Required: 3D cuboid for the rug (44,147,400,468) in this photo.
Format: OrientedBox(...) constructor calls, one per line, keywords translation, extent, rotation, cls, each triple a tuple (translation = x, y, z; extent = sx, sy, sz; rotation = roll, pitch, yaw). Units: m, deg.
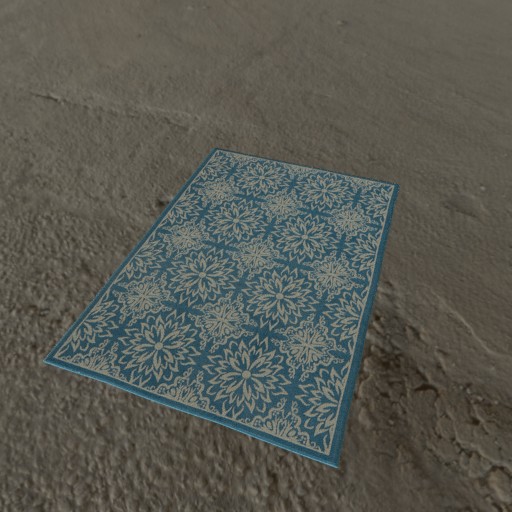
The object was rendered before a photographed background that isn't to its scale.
OrientedBox(translation=(0.000, 0.000, 2.844), extent=(1.554, 0.012, 2.205), rotation=(14, 47, 14), cls="rug")
